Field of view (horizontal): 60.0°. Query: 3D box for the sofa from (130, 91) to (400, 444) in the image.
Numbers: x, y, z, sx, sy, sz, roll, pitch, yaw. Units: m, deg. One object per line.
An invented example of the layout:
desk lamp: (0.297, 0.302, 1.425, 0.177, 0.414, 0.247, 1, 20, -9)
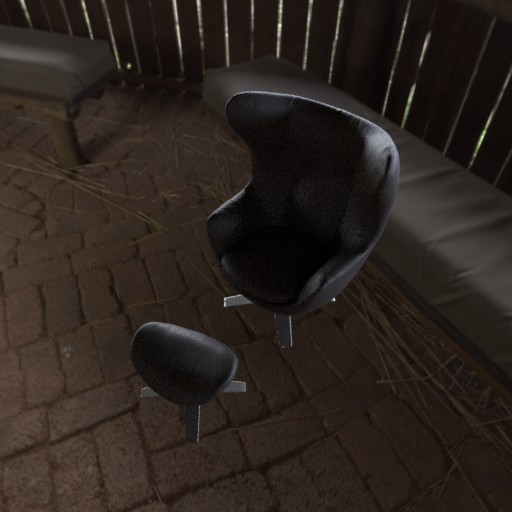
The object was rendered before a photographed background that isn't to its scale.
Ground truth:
sofa: (0.000, 0.000, 2.141, 0.894, 1.135, 1.444, 32, 54, 27)
